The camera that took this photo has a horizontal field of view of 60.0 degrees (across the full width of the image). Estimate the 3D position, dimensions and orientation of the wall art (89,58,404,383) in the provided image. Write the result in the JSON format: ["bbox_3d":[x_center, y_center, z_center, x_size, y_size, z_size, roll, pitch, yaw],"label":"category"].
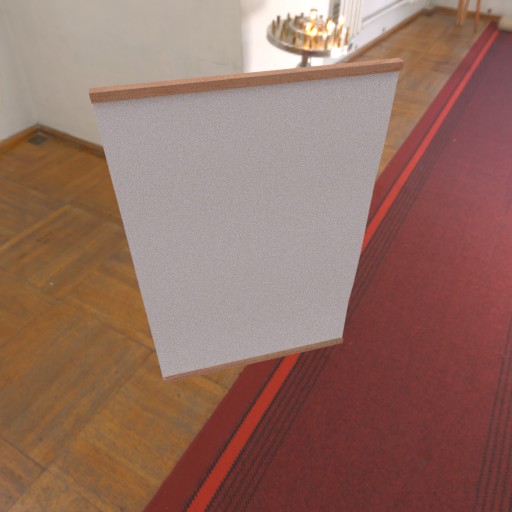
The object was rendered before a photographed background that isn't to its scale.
[{"bbox_3d":[0.000,0.000,0.629,0.332,0.508,0.012,-10,44,-11],"label":"wall art"}]
